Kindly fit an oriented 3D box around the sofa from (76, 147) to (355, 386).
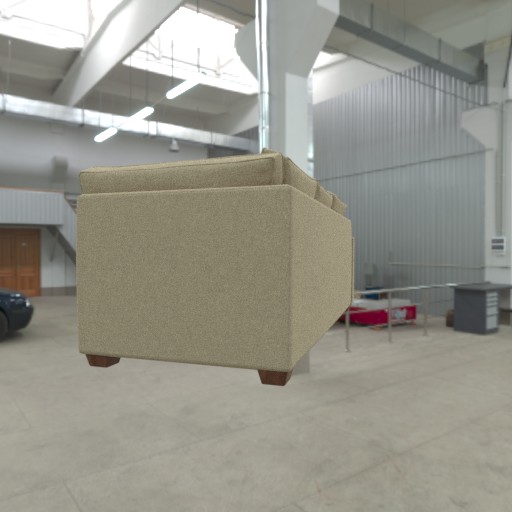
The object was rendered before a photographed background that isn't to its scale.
[{"bbox_3d":[0.000,0.000,2.909,1.061,0.962,2.317,0,1,18],"label":"sofa"}]
